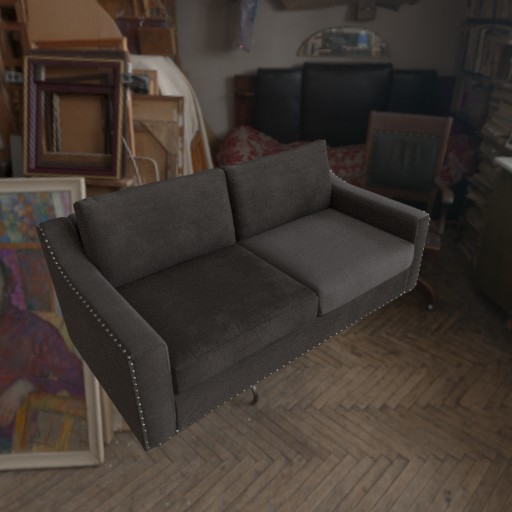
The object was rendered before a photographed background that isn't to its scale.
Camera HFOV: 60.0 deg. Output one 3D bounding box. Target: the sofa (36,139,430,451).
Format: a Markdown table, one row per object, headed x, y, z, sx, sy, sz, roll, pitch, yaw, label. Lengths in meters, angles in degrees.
| x | y | z | sx | sy | sz | roll | pitch | yaw | label |
| --- | --- | --- | --- | --- | --- | --- | --- | --- | --- |
| 0.000 | 0.000 | 3.271 | 2.550 | 1.196 | 1.336 | -22 | 37 | -33 | sofa |
